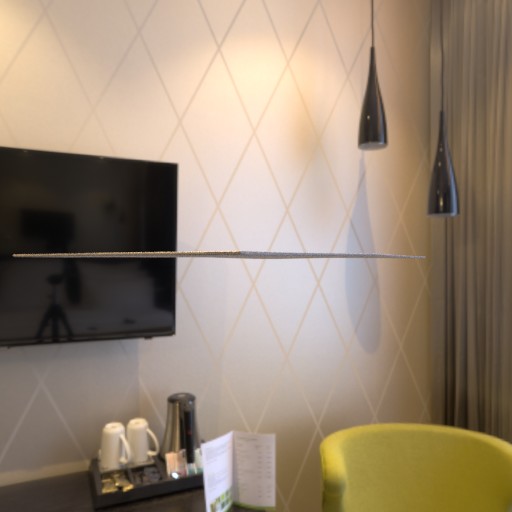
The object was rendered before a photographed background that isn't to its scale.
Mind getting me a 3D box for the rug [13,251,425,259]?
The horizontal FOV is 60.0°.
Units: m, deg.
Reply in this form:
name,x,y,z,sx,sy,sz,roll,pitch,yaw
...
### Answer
name,x,y,z,sx,sy,sz,roll,pitch,yaw
rug,0.000,0.000,2.167,1.149,0.021,1.773,0,-1,35
